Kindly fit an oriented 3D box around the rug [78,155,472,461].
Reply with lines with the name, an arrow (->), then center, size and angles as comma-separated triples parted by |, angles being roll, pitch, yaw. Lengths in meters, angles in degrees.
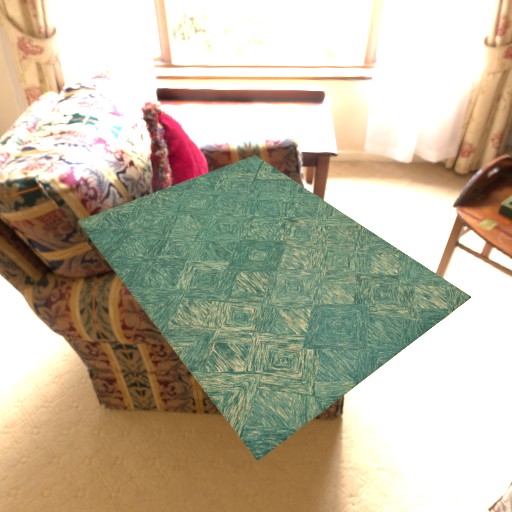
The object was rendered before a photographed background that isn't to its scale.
rug -> 0.000, 0.000, 4.376 | 2.405, 0.027, 3.217 | -27, 48, -27
